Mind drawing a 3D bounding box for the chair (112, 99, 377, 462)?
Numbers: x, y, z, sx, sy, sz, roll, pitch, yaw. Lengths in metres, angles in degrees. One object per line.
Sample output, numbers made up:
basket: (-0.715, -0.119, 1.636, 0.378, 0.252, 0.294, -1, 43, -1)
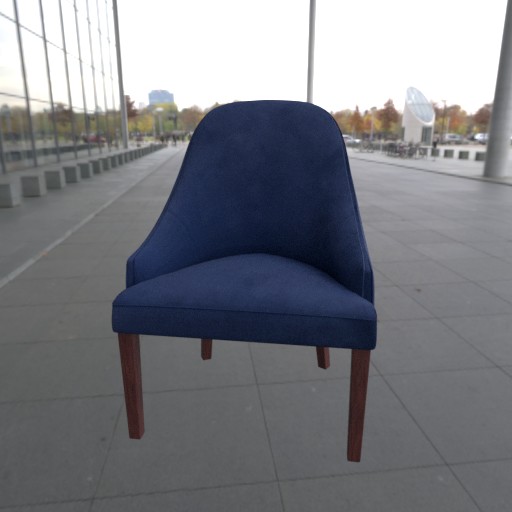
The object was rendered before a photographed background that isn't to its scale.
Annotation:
chair: (0.000, 0.000, 1.278, 0.643, 0.889, 0.575, 2, 16, 8)
